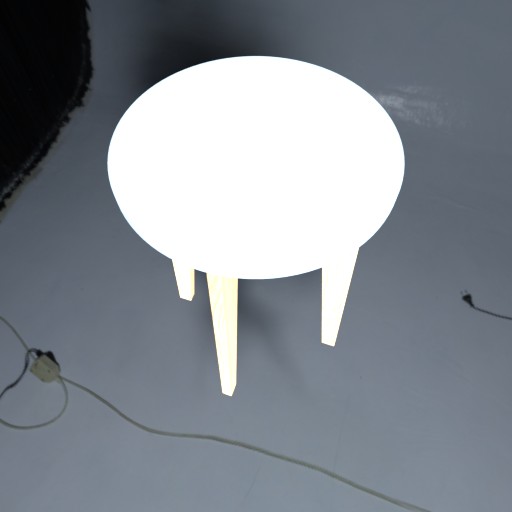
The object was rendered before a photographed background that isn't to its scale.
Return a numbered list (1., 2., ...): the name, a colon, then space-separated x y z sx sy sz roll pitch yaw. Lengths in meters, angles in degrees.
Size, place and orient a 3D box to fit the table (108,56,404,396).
1. table: 0.000 0.000 0.742 0.350 0.500 0.350 0 58 0
